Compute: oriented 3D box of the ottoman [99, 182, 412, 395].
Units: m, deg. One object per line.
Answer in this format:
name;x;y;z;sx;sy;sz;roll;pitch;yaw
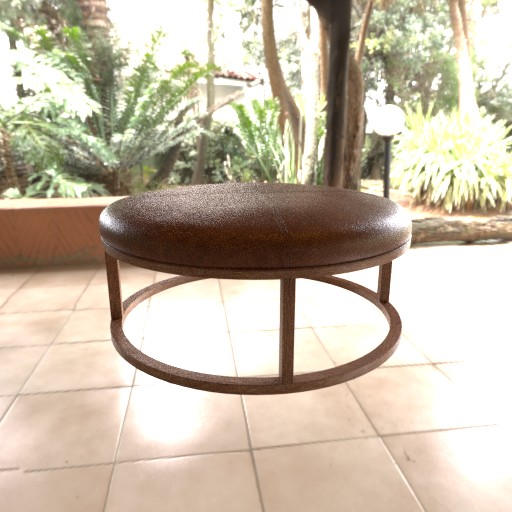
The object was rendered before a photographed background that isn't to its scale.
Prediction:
ottoman;0.000;0.000;1.532;1.006;0.445;1.006;0;16;0
